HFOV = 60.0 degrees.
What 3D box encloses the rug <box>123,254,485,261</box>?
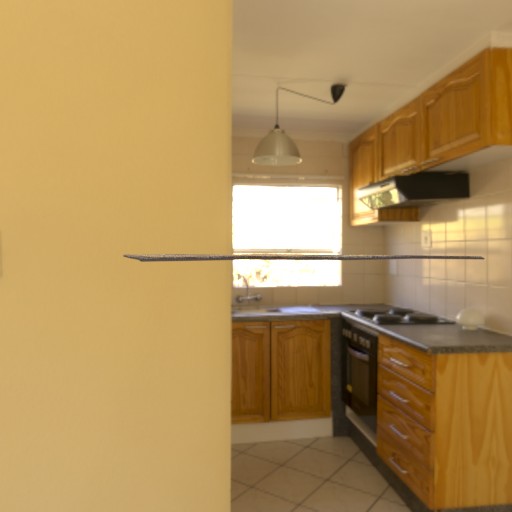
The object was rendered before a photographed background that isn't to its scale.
[{"bbox_3d":[0.000,0.000,4.883,2.716,0.035,3.612,0,1,-18],"label":"rug"}]
